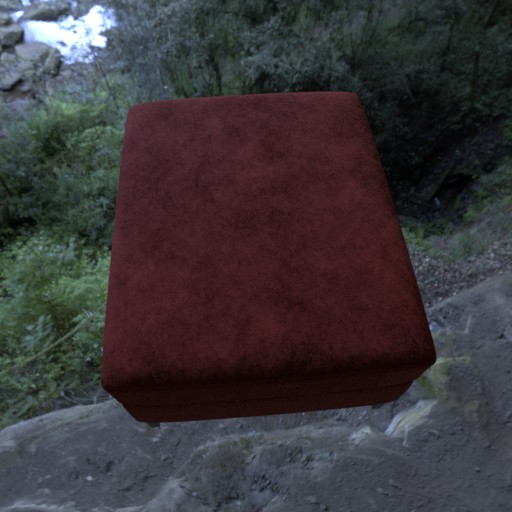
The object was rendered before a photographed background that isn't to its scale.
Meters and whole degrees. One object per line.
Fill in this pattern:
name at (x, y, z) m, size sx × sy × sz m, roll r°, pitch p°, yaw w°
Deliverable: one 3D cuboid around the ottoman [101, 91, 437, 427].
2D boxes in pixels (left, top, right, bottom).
ottoman at (0.000, 0.000, 1.172) m, size 0.650 × 0.462 × 0.782 m, roll -4°, pitch 59°, yaw -2°
